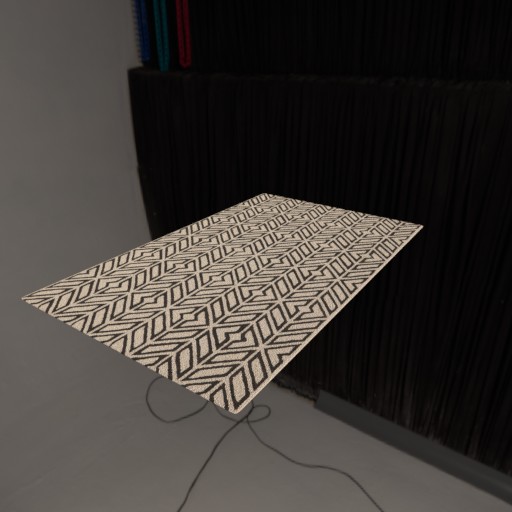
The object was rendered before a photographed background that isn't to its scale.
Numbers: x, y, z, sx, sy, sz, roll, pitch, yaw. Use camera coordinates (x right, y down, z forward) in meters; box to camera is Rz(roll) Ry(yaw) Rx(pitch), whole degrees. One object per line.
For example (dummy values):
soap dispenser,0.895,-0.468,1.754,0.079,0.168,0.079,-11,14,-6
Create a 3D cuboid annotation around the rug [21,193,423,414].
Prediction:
rug,0.000,0.000,2.990,1.523,0.008,2.438,17,30,31
